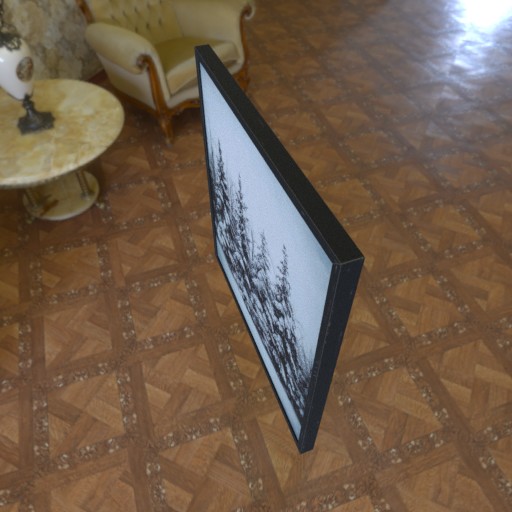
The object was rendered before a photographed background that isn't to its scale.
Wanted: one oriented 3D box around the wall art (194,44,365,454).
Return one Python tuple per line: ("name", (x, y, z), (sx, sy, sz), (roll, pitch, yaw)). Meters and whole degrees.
("wall art", (0.000, 0.000, 1.132), (0.037, 0.761, 0.761), (-16, 50, -14))
